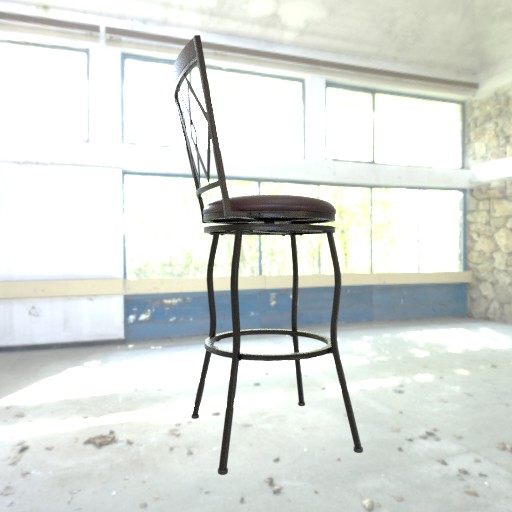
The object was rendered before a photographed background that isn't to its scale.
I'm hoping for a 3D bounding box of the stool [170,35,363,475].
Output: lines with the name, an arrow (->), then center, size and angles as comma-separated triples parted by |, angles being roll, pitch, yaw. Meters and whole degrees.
stool -> 0.000, 0.000, 1.400 | 0.521, 1.134, 0.432 | 0, 1, -18
